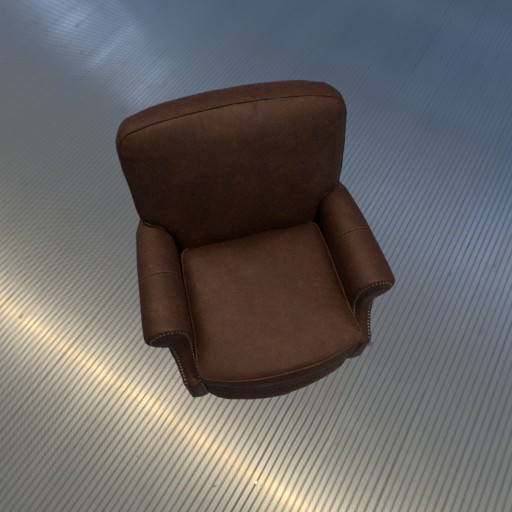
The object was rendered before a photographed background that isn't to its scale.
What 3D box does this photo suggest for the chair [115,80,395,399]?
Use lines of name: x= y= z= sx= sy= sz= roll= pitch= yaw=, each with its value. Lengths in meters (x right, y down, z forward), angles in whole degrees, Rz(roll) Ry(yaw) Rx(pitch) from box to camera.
chair: x=0.000 y=0.000 z=1.771 sx=0.936 sy=1.018 sz=0.986 roll=-13 pitch=64 yaw=-6
